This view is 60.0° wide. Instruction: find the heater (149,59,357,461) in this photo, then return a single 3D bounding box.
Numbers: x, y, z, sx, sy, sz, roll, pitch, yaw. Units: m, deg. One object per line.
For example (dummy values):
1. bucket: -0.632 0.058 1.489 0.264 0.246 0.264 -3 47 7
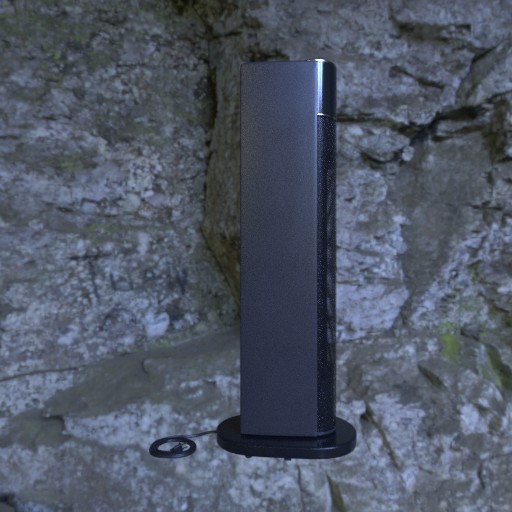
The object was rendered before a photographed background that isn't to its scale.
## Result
1. heater: 0.000 0.000 1.016 0.458 0.856 0.214 0 0 1
